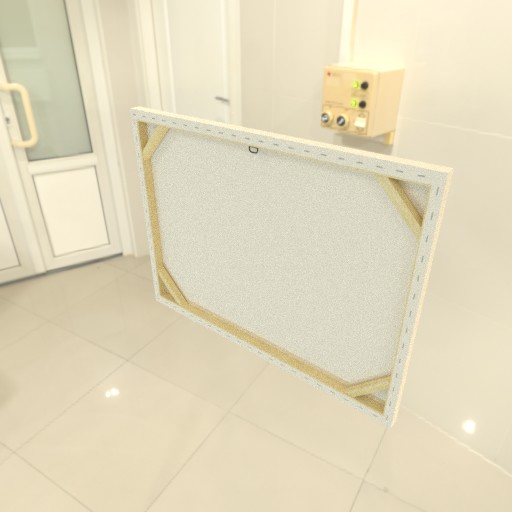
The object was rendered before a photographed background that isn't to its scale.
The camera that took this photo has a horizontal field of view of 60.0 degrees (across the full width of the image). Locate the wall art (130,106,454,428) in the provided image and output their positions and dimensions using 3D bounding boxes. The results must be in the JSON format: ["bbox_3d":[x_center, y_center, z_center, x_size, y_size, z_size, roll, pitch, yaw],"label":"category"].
[{"bbox_3d":[0.000,0.000,1.368,1.016,0.762,0.038,21,36,33],"label":"wall art"}]
